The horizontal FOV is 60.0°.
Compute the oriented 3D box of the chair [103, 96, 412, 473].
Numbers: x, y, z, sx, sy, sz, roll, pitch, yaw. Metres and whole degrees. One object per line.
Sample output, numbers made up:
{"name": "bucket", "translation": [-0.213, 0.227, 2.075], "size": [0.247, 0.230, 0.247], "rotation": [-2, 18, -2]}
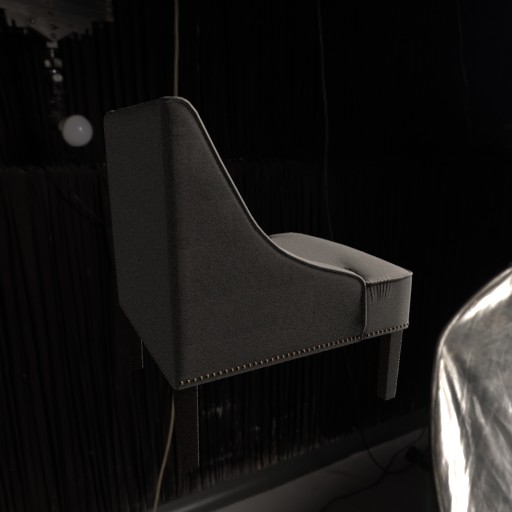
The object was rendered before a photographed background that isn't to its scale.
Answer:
{"name": "chair", "translation": [0.000, 0.000, 1.374], "size": [0.747, 0.867, 0.631], "rotation": [-8, 17, -27]}
